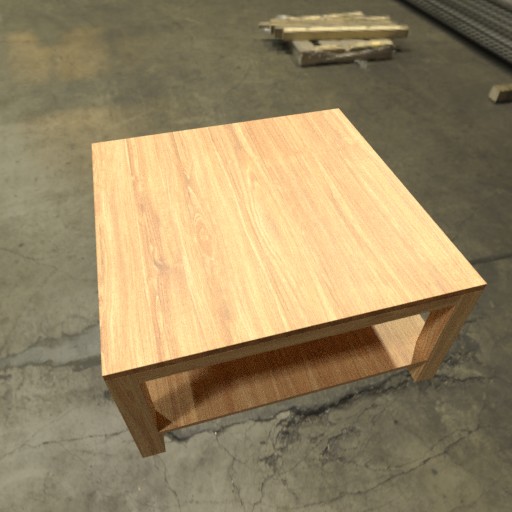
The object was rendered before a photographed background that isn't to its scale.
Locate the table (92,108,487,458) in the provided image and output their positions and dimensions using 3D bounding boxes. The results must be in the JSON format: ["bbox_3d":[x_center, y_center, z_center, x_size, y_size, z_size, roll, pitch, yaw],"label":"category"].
[{"bbox_3d":[0.000,0.000,1.442,0.900,0.450,0.900,-11,47,-11],"label":"table"}]
